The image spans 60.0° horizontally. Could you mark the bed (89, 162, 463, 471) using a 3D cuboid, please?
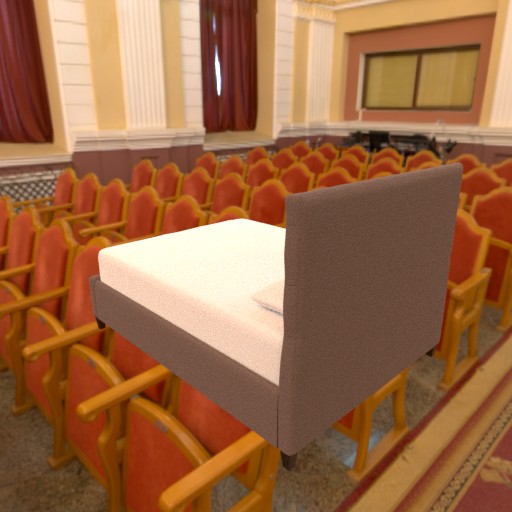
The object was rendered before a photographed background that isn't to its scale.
[{"bbox_3d":[0.000,0.000,3.324,1.696,1.426,2.233,-17,25,-41],"label":"bed"}]
